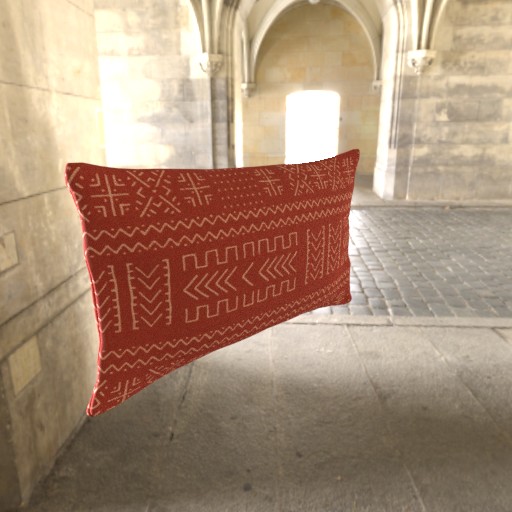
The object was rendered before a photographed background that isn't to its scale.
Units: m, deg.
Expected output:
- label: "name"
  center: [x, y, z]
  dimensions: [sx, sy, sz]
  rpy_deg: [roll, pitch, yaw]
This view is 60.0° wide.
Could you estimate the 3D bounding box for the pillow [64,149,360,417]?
- label: "pillow"
  center: [0.000, 0.000, 0.783]
  dimensions: [0.640, 0.352, 0.130]
  rpy_deg: [-15, 21, -42]
